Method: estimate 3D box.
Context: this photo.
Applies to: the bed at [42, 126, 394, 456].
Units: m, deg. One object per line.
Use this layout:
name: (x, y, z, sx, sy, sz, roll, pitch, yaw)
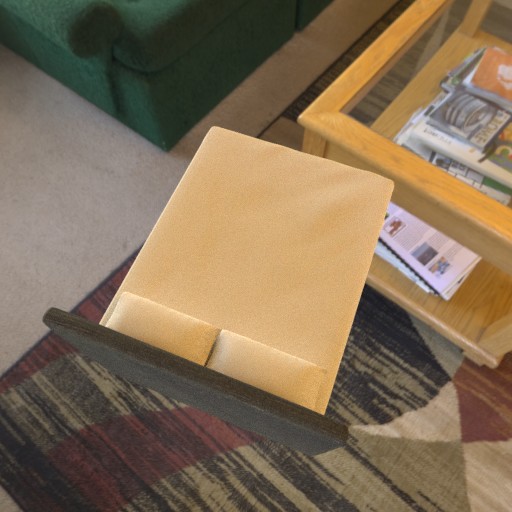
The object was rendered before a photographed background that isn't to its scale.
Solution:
bed: (0.000, 0.000, 3.173, 1.723, 1.330, 2.142, 19, 65, 9)
